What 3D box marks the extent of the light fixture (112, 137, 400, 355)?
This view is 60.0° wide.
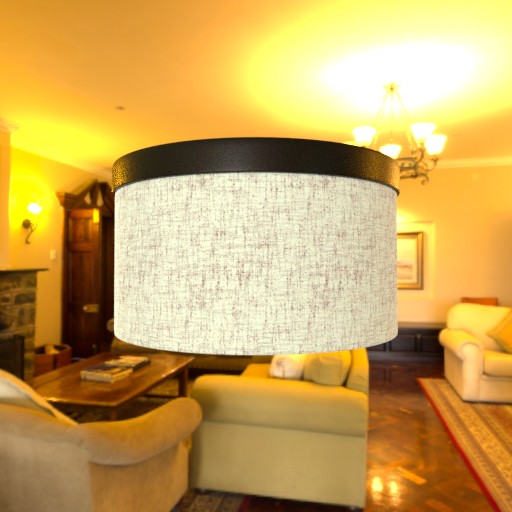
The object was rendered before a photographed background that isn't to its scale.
[{"bbox_3d":[0.000,0.000,0.629,0.389,0.229,0.389,0,-1,0],"label":"light fixture"}]
